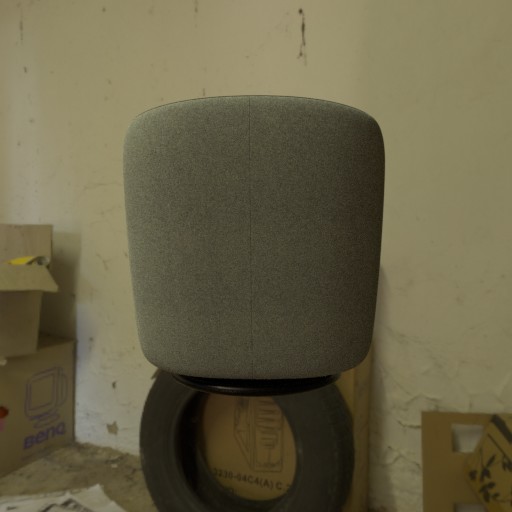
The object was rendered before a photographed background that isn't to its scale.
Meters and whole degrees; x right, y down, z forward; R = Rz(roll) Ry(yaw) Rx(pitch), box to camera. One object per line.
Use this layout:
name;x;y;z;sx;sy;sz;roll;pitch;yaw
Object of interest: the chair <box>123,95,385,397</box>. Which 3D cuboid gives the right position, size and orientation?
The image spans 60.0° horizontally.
chair;0.000;0.000;1.644;0.822;0.861;0.986;0;1;2
